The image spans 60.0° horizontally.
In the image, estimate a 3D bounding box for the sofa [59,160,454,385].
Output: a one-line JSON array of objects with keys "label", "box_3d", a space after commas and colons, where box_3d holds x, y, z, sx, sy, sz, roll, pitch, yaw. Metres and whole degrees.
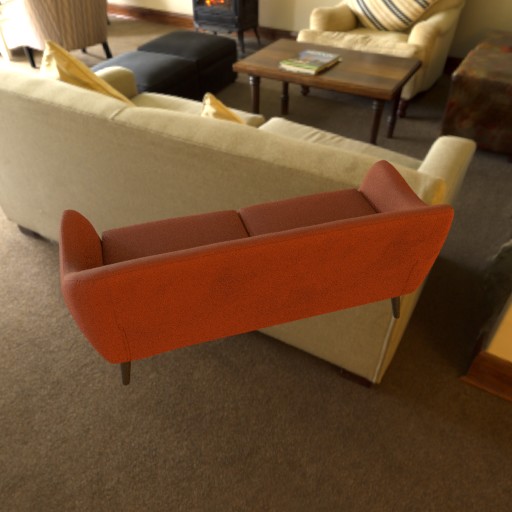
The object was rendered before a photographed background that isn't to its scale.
[{"label": "sofa", "box_3d": [0.000, 0.000, 2.271, 1.840, 0.836, 0.820, -11, 42, -13]}]
